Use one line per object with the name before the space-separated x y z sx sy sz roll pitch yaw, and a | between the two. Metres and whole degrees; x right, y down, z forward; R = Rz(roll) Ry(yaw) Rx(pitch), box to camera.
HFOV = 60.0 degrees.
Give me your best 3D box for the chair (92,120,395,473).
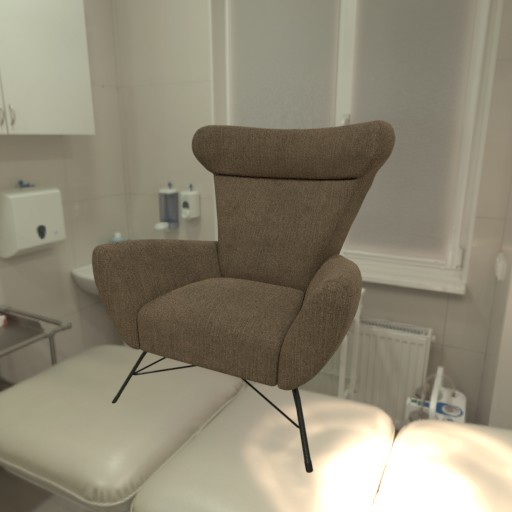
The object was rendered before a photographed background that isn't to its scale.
chair | 0.000 0.000 1.769 0.980 1.040 0.900 8 17 26
